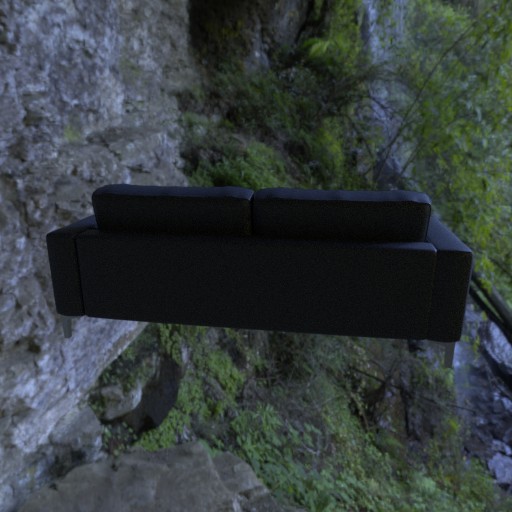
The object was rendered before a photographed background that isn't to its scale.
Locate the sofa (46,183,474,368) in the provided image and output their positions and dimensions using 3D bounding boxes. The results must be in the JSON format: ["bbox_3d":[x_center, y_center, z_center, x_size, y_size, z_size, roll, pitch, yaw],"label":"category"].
[{"bbox_3d":[0.000,0.000,2.714,2.275,0.893,0.833,3,17,8],"label":"sofa"}]
